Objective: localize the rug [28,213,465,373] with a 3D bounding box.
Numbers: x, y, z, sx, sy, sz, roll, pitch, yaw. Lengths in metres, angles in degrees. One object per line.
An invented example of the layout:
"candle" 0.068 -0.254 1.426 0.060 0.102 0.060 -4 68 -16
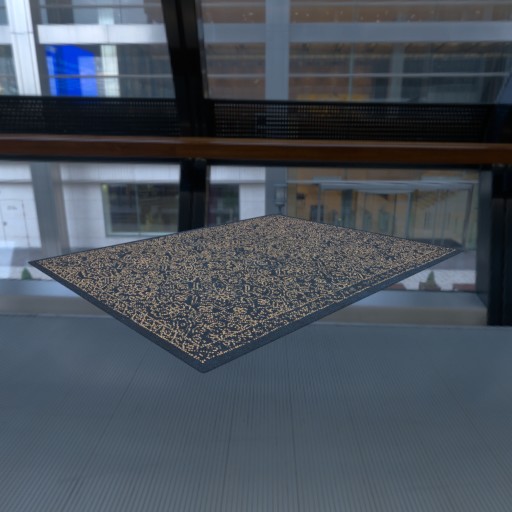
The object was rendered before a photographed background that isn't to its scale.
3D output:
"rug" 0.000 0.000 3.934 3.048 0.010 2.438 -15 23 -42
